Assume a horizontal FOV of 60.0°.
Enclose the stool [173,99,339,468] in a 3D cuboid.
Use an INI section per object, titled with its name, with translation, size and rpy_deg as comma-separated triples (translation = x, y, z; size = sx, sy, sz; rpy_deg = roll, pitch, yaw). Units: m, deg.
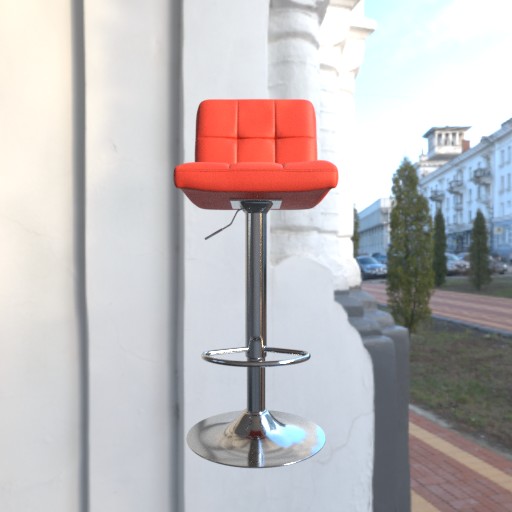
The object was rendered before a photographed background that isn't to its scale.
[stool]
translation = 0.000, 0.000, 1.364
size = 0.430, 1.115, 0.505
rpy_deg = 0, 0, 0
